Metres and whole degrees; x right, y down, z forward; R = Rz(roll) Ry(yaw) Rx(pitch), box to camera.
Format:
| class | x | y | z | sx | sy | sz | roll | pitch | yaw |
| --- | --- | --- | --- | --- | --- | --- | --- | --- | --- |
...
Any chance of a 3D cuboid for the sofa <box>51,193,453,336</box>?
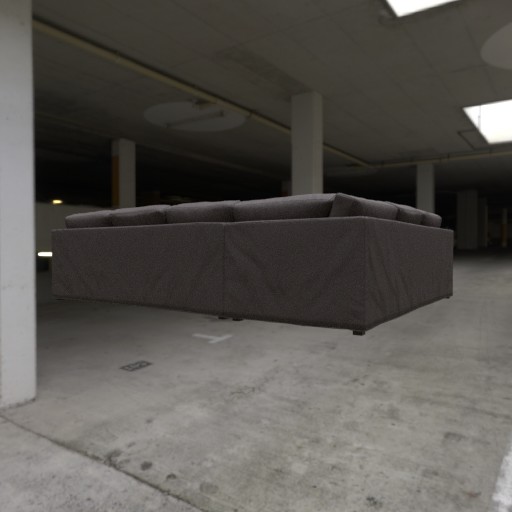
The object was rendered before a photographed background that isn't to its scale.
| class | x | y | z | sx | sy | sz | roll | pitch | yaw |
| --- | --- | --- | --- | --- | --- | --- | --- | --- | --- |
| sofa | 0.000 | 0.000 | 4.387 | 3.182 | 0.871 | 2.432 | 1 | 1 | 35 |
